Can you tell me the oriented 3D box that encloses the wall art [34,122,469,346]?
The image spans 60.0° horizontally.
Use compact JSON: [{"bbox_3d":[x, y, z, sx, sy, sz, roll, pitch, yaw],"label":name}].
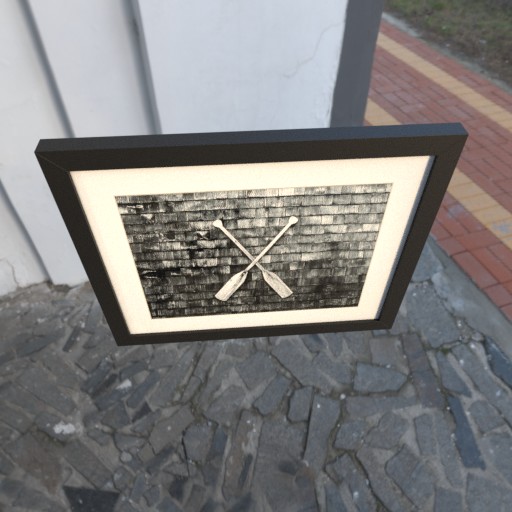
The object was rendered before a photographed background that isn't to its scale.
[{"bbox_3d":[0.000,0.000,0.744,0.558,0.457,0.029,-3,47,-3],"label":"wall art"}]
